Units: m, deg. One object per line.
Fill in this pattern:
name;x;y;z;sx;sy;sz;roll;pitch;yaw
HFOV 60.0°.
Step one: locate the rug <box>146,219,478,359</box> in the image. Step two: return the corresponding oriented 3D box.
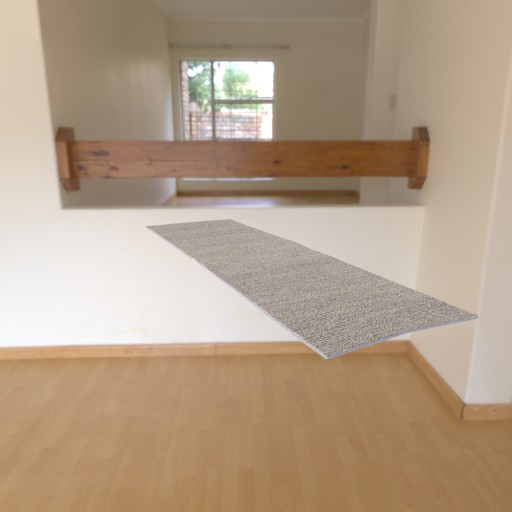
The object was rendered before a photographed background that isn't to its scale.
rug;0.000;0.000;2.478;0.692;0.032;2.320;-7;16;-26
